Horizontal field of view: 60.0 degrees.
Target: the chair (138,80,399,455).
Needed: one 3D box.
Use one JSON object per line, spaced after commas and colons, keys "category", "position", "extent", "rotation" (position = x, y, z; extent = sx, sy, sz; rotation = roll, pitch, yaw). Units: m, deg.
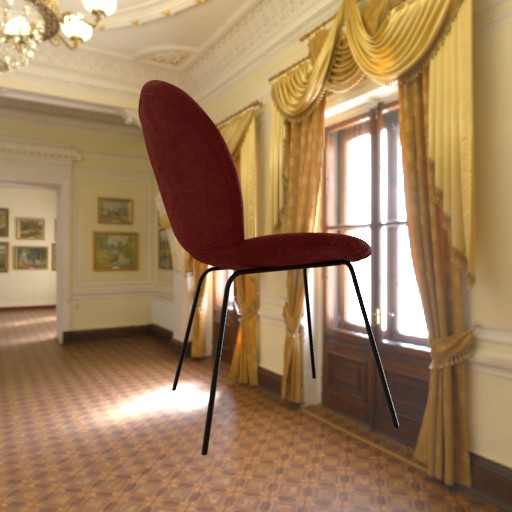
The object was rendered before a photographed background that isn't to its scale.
{"category": "chair", "position": [0.000, 0.000, 1.150], "extent": [0.587, 0.791, 0.458], "rotation": [0, 0, -18]}
